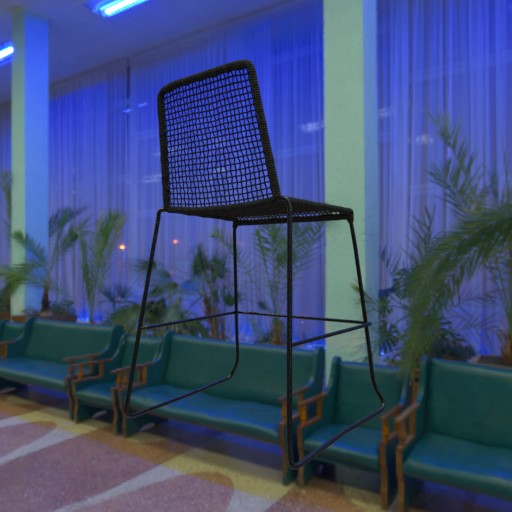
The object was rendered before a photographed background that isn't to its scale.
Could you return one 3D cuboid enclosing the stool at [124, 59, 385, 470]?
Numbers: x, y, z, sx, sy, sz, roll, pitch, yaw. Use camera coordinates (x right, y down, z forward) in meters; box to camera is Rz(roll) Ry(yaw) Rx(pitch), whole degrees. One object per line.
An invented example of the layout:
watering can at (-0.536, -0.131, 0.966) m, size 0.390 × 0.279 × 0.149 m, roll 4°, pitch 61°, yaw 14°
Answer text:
stool at (0.000, 0.000, 1.275) m, size 0.590 × 0.905 × 0.509 m, roll 0°, pitch -1°, yaw 35°
